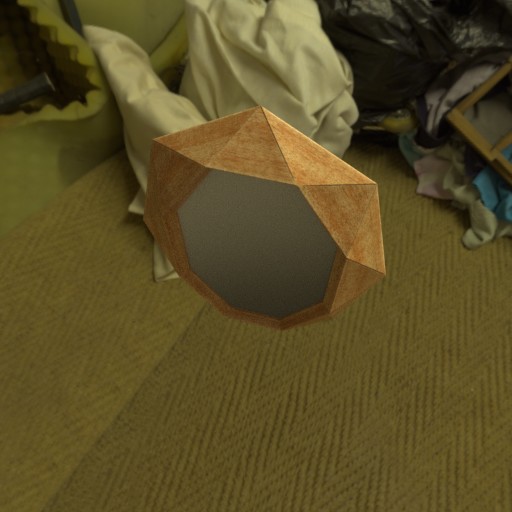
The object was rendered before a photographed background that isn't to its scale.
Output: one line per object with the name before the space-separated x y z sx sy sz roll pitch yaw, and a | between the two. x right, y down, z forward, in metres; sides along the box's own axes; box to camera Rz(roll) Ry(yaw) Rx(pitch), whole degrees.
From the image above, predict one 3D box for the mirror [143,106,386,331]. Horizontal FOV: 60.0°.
mirror | 0.000 0.000 1.005 0.577 0.774 0.070 13 57 9
